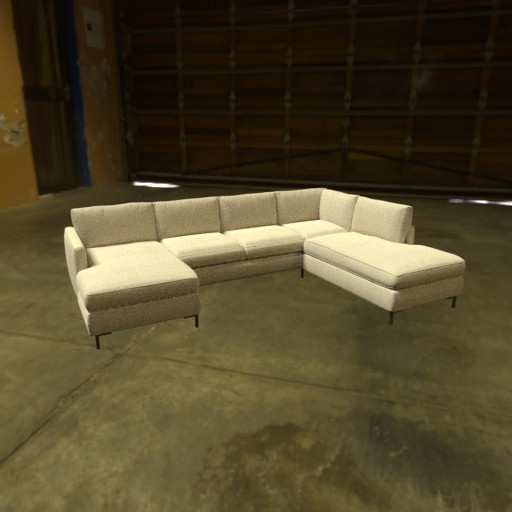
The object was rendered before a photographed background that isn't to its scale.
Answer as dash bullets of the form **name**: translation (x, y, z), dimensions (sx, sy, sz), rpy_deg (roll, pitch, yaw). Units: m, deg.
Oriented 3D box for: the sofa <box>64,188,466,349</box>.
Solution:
- **sofa**: translation (0.000, 0.000, 3.603), dimensions (2.737, 0.756, 1.879), rpy_deg (-9, 19, -27)
